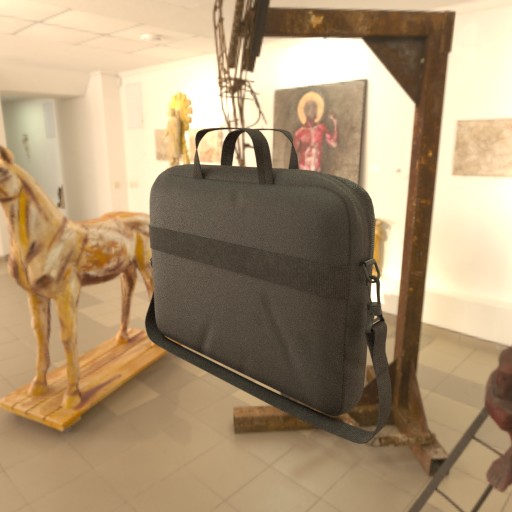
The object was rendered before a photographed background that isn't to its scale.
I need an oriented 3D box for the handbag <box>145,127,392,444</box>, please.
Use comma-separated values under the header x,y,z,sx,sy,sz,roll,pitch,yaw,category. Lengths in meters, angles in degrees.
x,y,z,sx,sy,sz,roll,pitch,yaw,category
0.000,0.000,0.440,0.320,0.244,0.089,13,19,41,handbag
